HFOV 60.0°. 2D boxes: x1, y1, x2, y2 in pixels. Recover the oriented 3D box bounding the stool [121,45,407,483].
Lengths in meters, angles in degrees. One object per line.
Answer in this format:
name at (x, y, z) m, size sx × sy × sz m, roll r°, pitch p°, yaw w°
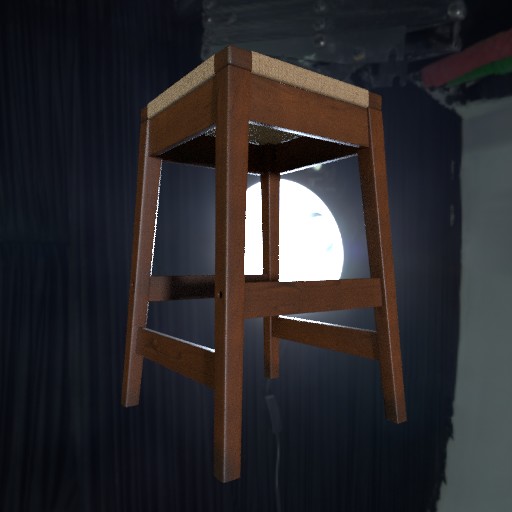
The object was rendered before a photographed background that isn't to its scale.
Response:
stool at (0.000, 0.000, 1.090) m, size 0.497 × 0.762 × 0.507 m, roll 1°, pitch -1°, yaw -36°
